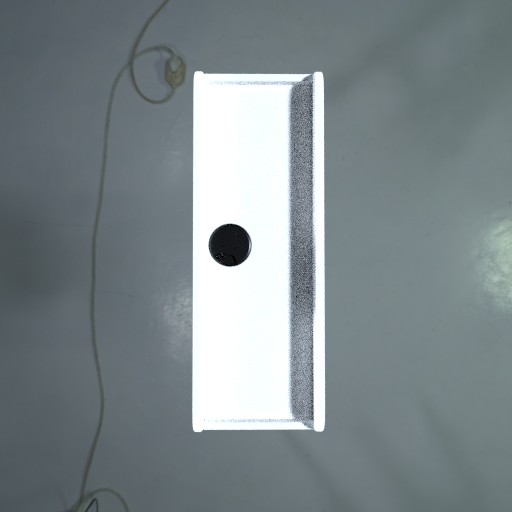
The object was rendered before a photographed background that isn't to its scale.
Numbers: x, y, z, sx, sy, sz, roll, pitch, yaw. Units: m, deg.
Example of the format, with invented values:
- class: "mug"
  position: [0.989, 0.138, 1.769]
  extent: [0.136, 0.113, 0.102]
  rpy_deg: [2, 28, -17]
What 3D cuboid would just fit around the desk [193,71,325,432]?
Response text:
- class: "desk"
  position: [0.000, 0.000, 1.532]
  extent: [0.278, 1.190, 0.795]
  rpy_deg: [0, 89, -1]
